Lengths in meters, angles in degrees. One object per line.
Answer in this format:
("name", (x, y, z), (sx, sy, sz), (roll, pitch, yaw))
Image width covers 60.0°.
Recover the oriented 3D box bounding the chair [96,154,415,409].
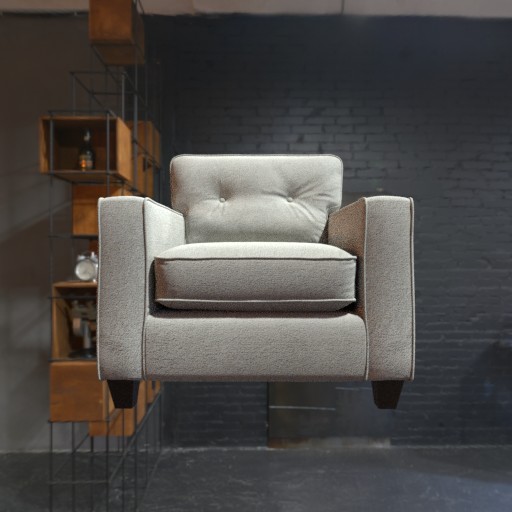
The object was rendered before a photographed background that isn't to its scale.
("chair", (0.000, 0.000, 1.811), (1.015, 0.965, 0.939), (0, 0, 0))
